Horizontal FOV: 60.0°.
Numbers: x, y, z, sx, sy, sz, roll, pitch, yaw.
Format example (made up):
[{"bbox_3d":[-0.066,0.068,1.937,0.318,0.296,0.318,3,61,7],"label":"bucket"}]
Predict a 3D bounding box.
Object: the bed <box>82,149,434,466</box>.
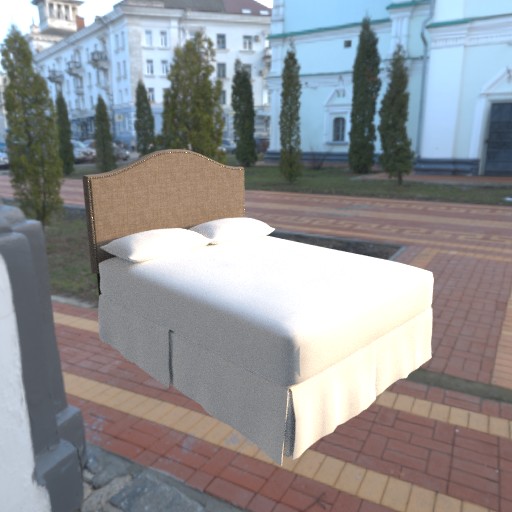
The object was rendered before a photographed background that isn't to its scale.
[{"bbox_3d":[0.000,0.000,3.298,2.153,1.518,1.713,14,20,43],"label":"bed"}]
